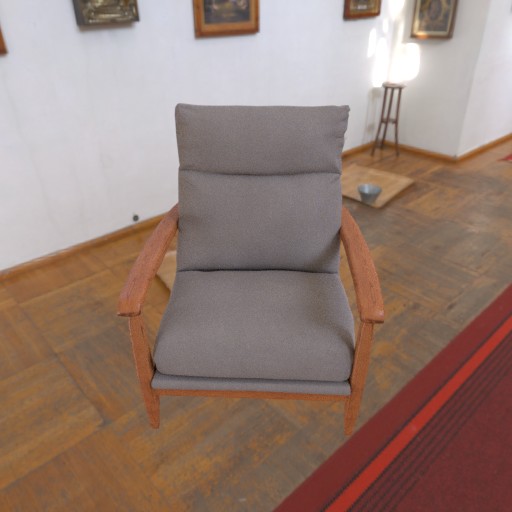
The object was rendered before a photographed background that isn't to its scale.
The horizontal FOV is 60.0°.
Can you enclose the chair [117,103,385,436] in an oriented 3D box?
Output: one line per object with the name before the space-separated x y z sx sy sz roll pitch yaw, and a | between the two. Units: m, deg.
chair | 0.000 0.000 1.563 0.782 0.922 0.816 1 30 2
